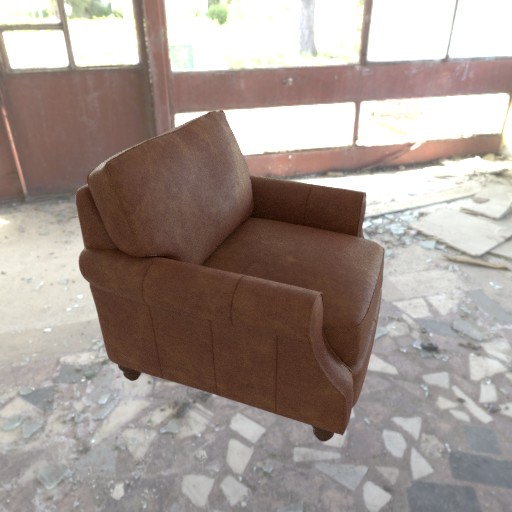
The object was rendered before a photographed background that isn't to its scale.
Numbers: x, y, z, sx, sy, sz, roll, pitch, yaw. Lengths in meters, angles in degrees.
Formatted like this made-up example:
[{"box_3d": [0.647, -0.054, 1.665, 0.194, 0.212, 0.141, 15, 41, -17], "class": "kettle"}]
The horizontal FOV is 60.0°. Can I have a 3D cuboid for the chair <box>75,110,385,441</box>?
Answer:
[{"box_3d": [0.000, 0.000, 1.747, 0.986, 0.962, 0.983, 11, 32, 18], "class": "chair"}]
